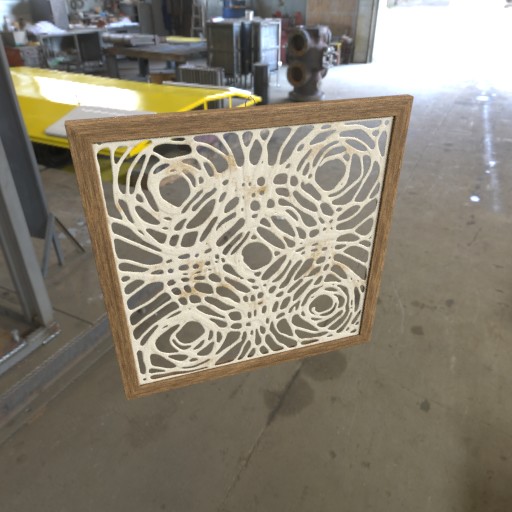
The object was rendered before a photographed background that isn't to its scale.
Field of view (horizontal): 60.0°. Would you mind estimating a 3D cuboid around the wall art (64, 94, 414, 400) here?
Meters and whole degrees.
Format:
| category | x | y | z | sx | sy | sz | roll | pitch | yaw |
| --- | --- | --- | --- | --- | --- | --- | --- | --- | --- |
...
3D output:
| category | x | y | z | sx | sy | sz | roll | pitch | yaw |
| --- | --- | --- | --- | --- | --- | --- | --- | --- | --- |
| wall art | 0.000 | 0.000 | 0.834 | 0.561 | 0.576 | 0.021 | -10 | 33 | -15 |
